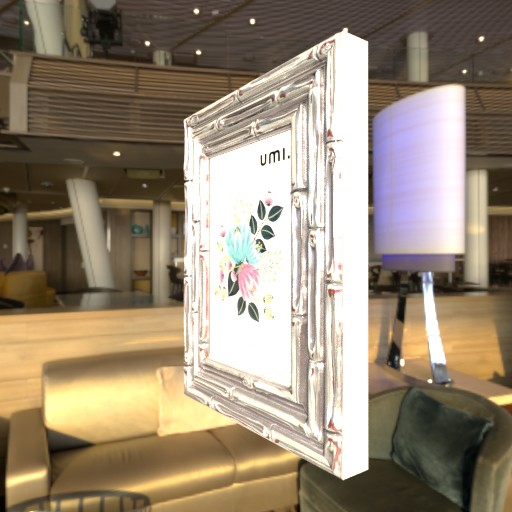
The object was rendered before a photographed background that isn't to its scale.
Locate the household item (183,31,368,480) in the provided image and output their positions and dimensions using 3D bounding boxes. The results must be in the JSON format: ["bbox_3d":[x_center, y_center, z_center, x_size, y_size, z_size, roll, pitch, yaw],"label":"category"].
[{"bbox_3d":[0.000,0.000,0.284,0.025,0.216,0.165,0,-1,-36],"label":"household item"}]
